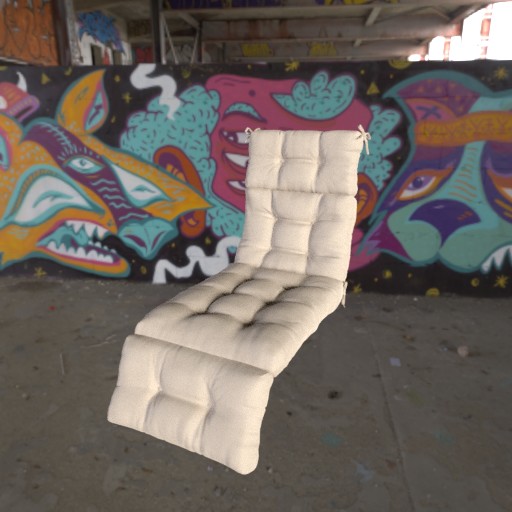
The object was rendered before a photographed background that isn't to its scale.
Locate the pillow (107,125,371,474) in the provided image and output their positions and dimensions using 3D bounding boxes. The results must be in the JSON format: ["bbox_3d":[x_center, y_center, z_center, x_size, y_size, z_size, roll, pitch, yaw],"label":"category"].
[{"bbox_3d":[0.000,0.000,1.515,0.526,0.863,1.016,8,18,26],"label":"pillow"}]
